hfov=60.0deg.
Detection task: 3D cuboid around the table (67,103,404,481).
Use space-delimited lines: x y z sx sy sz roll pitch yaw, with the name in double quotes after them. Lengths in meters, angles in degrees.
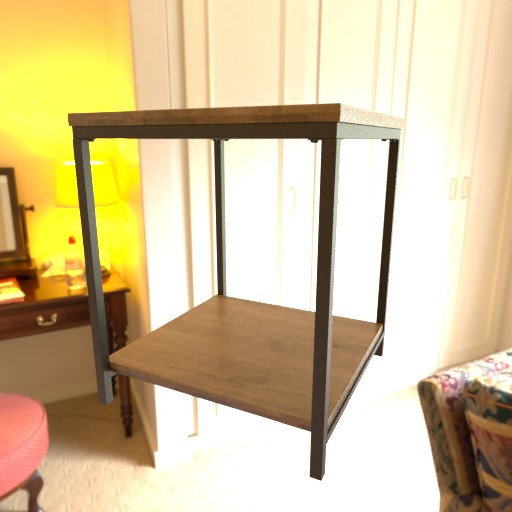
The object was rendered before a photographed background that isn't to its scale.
0.000 0.000 0.978 0.503 0.589 0.507 7 16 26 "table"
